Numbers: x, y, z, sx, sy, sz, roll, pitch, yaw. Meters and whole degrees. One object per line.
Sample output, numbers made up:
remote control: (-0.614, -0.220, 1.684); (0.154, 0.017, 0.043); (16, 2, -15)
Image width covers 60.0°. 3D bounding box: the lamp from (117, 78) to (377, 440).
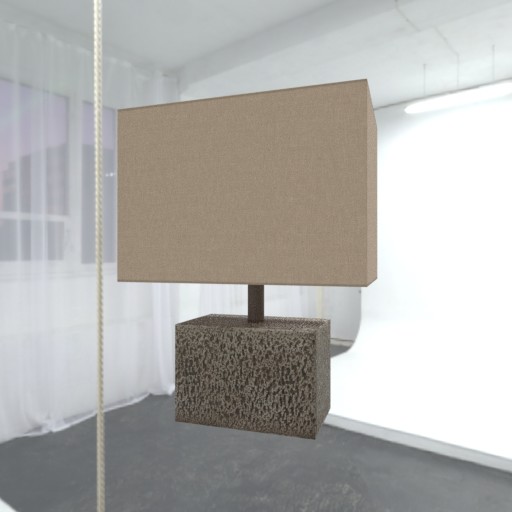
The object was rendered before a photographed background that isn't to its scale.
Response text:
lamp: (0.000, 0.000, 0.574); (0.294, 0.411, 0.180); (0, 0, 18)
